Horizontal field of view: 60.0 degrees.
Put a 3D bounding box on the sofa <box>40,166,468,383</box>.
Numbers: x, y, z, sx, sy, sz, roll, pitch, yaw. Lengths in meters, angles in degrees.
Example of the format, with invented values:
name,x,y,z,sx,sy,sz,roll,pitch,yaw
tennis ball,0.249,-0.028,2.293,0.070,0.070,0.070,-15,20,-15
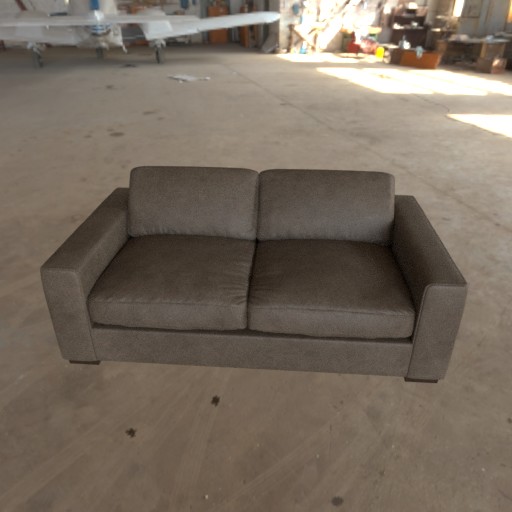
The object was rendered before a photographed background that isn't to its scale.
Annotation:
name,x,y,z,sx,sy,sz,roll,pitch,yaw
sofa,0.000,0.000,2.463,1.920,0.800,1.070,2,30,4
